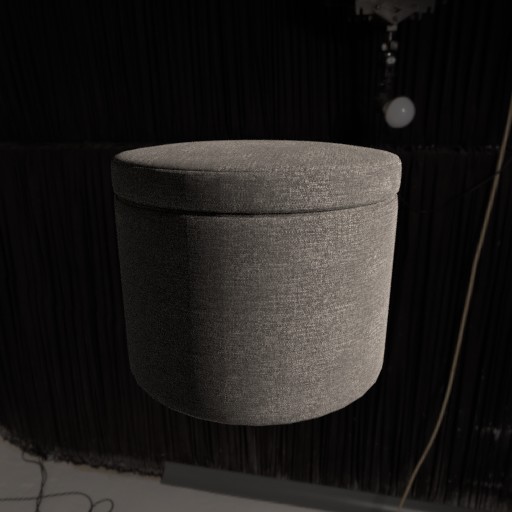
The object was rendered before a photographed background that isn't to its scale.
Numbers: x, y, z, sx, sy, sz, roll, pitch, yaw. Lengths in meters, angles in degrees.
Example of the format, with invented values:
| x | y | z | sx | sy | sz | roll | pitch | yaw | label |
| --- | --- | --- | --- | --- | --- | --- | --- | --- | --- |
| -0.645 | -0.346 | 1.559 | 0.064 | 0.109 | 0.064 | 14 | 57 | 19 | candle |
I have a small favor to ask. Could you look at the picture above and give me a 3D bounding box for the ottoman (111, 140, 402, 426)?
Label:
| x | y | z | sx | sy | sz | roll | pitch | yaw | label |
| --- | --- | --- | --- | --- | --- | --- | --- | --- | --- |
| 0.000 | 0.000 | 0.847 | 0.500 | 0.419 | 0.500 | 0 | 17 | 0 | ottoman |
